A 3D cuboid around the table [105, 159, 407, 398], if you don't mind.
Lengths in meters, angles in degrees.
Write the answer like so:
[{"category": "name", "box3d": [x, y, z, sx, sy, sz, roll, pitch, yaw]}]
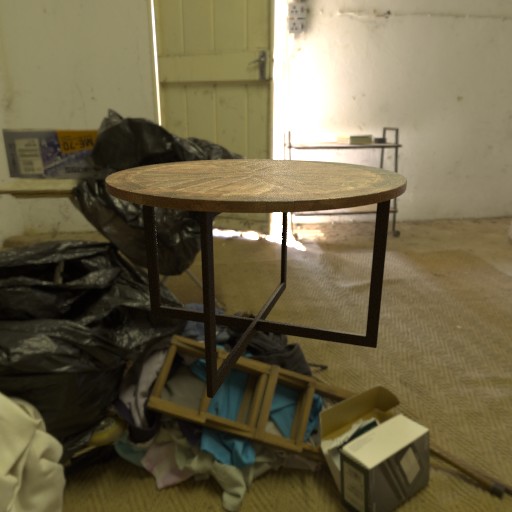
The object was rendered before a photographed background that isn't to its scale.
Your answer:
[{"category": "table", "box3d": [0.000, 0.000, 2.067, 1.264, 0.762, 1.264, 0, 18, 0]}]
